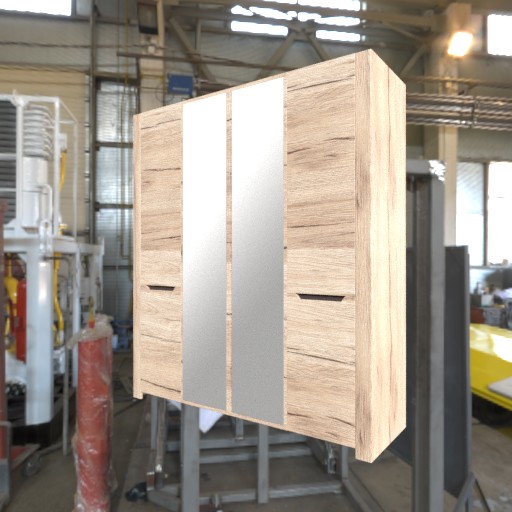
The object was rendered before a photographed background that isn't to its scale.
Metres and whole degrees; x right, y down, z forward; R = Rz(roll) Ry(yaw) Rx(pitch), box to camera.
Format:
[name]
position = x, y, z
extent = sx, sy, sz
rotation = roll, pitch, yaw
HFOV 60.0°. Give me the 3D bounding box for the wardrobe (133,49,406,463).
[wardrobe]
position = 0.000, 0.000, 2.965
extent = 1.810, 2.070, 0.580
rotation = 0, 0, 35
